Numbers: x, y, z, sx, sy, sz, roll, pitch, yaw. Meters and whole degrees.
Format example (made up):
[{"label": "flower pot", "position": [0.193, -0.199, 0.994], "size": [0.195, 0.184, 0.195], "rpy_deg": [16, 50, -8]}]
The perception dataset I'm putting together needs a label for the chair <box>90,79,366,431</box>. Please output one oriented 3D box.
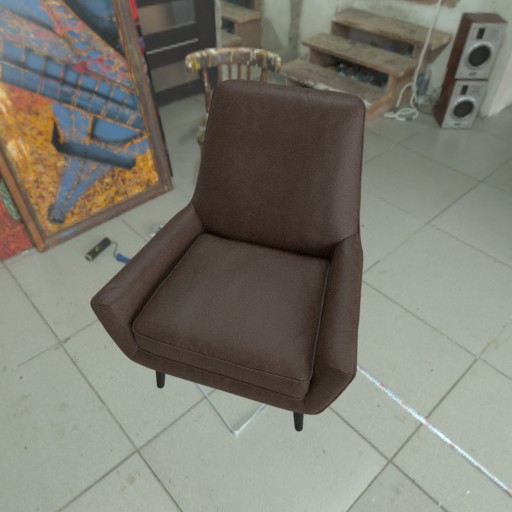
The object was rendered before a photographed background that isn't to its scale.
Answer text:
[{"label": "chair", "position": [0.000, 0.000, 1.510], "size": [0.787, 0.888, 0.824], "rpy_deg": [13, 45, 13]}]
